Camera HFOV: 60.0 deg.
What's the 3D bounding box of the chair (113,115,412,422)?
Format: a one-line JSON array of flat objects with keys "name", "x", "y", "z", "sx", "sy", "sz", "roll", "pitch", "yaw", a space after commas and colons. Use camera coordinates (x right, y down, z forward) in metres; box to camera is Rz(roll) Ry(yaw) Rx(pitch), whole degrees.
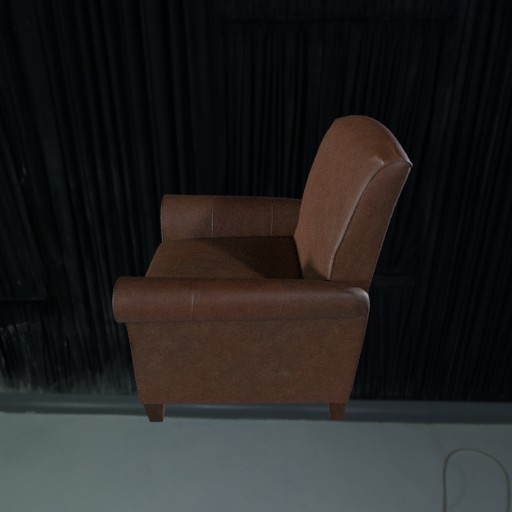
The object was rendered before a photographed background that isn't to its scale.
[{"name": "chair", "x": 0.000, "y": 0.000, "z": 1.786, "sx": 0.902, "sy": 1.061, "sz": 0.978, "roll": 0, "pitch": 26, "yaw": -1}]
